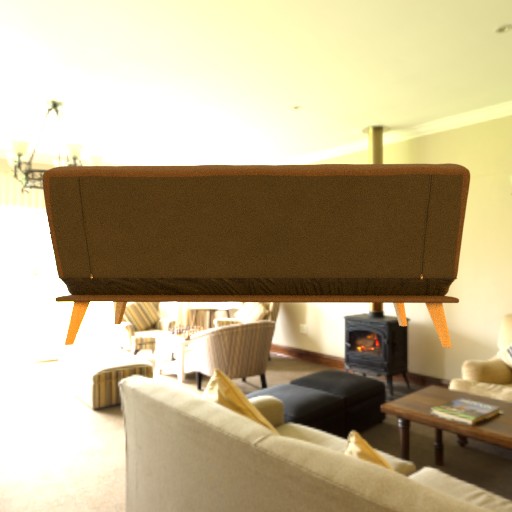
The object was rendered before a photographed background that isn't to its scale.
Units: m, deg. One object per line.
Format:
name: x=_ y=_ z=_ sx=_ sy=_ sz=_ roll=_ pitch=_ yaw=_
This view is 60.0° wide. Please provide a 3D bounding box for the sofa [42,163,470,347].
sofa: x=0.000 y=0.000 z=2.261 sx=1.800 sy=0.810 sz=0.860 roll=0 pitch=-1 yaw=2
